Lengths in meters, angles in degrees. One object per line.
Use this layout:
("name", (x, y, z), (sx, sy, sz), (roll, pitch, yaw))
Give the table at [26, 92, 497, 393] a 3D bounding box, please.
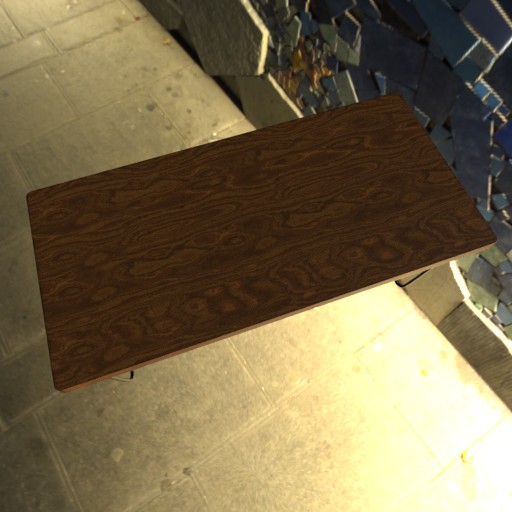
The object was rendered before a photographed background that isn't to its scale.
("table", (0.000, 0.000, 2.190), (1.791, 0.753, 0.883), (-18, 65, -8))
